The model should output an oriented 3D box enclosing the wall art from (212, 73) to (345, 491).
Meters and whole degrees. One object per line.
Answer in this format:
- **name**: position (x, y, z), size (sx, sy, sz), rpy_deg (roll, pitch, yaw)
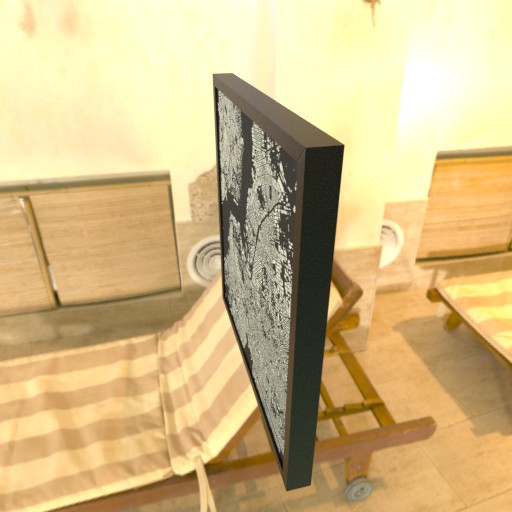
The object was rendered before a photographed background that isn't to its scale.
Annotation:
- **wall art**: position (0.000, 0.000, 0.738), size (0.038, 0.506, 0.506), rpy_deg (-7, 30, -12)
